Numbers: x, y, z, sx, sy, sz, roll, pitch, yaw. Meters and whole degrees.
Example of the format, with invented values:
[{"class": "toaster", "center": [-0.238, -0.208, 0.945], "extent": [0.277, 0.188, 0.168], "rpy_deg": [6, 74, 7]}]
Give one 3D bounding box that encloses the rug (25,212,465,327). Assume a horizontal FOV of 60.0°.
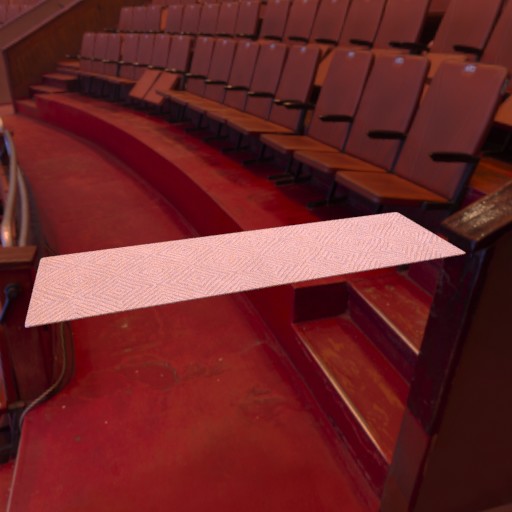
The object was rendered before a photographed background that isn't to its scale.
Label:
[{"class": "rug", "center": [0.000, 0.000, 2.474], "extent": [2.277, 0.008, 0.676], "rpy_deg": [-8, 28, -16]}]
